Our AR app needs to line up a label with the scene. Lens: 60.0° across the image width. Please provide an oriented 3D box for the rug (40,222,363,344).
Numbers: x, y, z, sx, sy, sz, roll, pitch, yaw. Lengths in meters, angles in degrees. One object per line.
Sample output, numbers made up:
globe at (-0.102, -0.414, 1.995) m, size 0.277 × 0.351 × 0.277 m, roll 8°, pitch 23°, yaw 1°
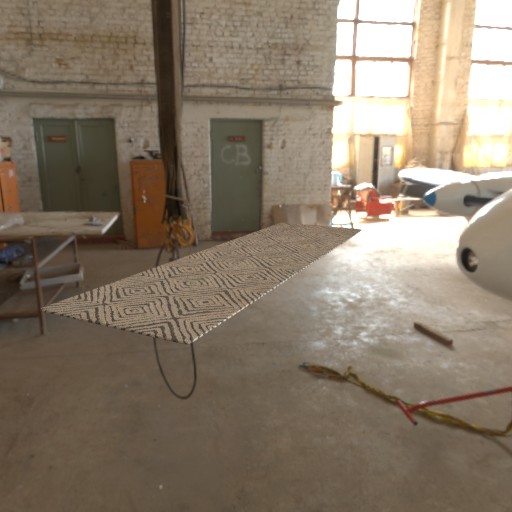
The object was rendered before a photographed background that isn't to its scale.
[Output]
rug at (0.000, 0.000, 2.500) m, size 0.676 × 0.008 × 2.277 m, roll 7°, pitch 15°, yaw 26°
